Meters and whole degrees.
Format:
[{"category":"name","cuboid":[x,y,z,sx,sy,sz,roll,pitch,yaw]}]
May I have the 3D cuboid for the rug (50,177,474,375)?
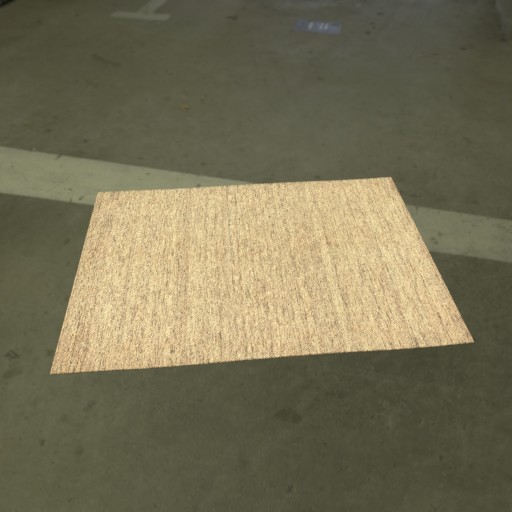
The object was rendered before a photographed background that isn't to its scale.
[{"category":"rug","cuboid":[0.000,0.000,2.905,2.283,0.013,1.547,-4,46,-3]}]
